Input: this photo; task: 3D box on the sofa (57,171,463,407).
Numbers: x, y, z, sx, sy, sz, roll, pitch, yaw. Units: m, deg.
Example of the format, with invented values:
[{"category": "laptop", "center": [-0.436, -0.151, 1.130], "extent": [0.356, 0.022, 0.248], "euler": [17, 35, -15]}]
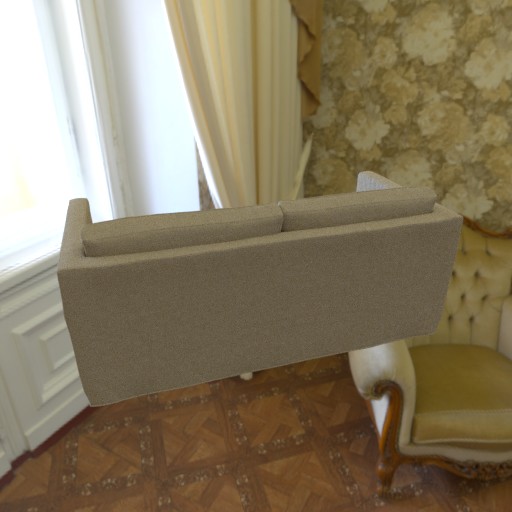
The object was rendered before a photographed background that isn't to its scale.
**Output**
[{"category": "sofa", "center": [0.000, 0.000, 2.527], "extent": [1.987, 0.847, 0.956], "euler": [-8, 27, -16]}]
